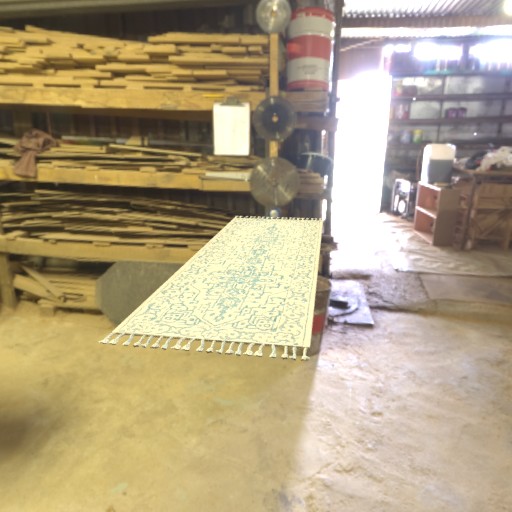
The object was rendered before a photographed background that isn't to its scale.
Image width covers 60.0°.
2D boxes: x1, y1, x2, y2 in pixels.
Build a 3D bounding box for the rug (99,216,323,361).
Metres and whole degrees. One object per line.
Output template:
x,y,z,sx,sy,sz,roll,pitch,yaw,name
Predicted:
0.000,0.000,2.723,0.774,0.011,2.449,3,16,9,rug
